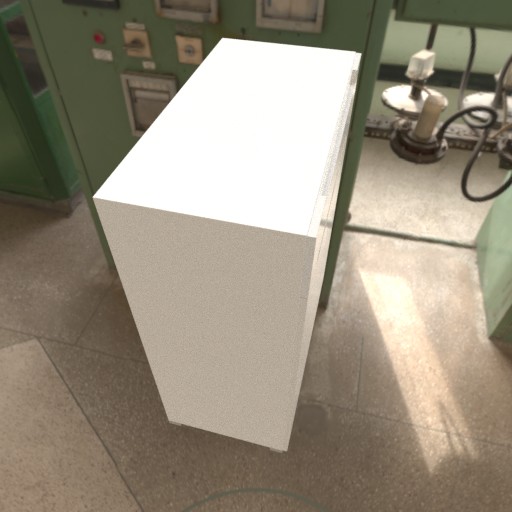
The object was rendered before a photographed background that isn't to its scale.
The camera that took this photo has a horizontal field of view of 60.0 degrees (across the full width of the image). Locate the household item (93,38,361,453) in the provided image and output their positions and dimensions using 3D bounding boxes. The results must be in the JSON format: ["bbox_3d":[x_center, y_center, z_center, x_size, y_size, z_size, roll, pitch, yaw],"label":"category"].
[{"bbox_3d":[0.000,0.000,1.415,0.420,1.010,0.790,11,48,10],"label":"household item"}]
